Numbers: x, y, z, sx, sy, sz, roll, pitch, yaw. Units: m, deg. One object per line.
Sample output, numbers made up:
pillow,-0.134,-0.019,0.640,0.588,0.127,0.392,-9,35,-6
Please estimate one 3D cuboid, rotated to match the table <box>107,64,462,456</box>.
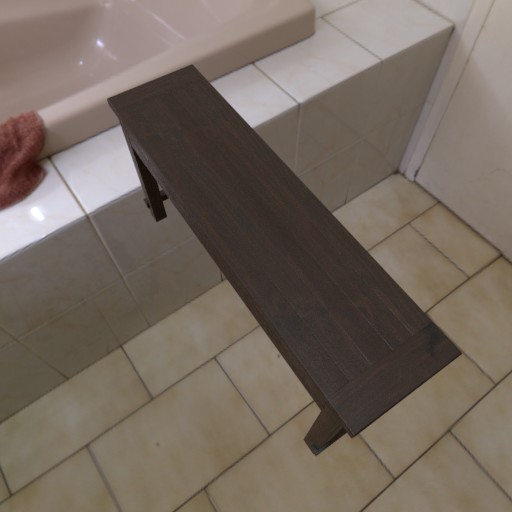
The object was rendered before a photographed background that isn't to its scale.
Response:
table,0.000,0.000,1.904,0.442,0.762,1.599,-30,63,-17
